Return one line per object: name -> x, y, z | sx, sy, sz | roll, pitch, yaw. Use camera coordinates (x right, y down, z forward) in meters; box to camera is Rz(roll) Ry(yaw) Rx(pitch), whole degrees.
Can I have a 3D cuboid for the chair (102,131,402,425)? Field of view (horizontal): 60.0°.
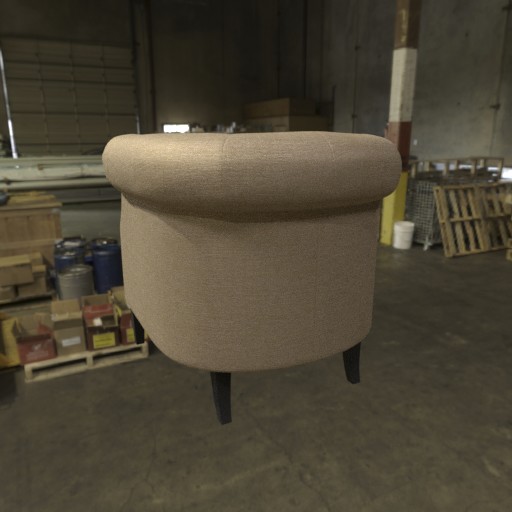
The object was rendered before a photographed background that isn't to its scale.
chair -> 0.000, 0.000, 1.543 | 0.905, 0.827, 0.852 | -8, 17, -26
